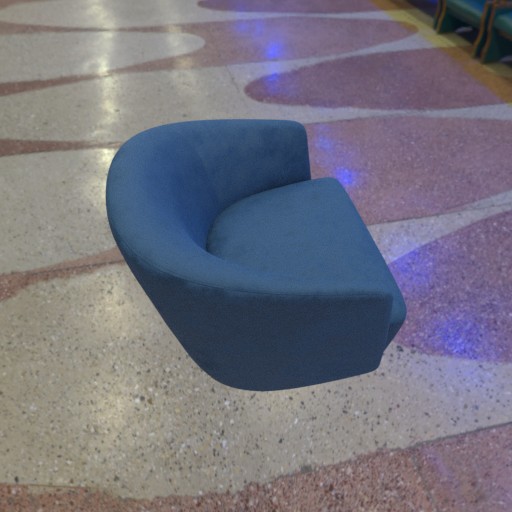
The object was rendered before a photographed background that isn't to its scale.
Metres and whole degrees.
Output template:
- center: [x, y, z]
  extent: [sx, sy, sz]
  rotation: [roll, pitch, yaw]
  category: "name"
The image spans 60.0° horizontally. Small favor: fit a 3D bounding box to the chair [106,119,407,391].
- center: [0.000, 0.000, 1.388]
  extent: [0.767, 0.698, 0.773]
  rotation: [-8, 47, -8]
  category: "chair"
